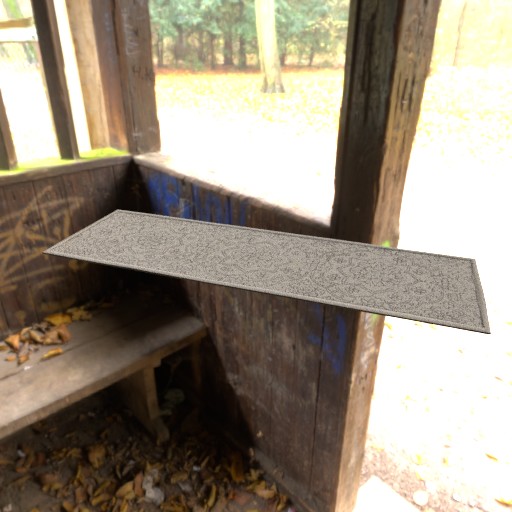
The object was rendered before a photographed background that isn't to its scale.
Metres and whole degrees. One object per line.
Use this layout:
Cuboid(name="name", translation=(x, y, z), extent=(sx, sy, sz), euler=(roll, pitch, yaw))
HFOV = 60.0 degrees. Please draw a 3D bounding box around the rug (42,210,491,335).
Cuboid(name="rug", translation=(0.000, 0.000, 2.609), extent=(2.448, 0.012, 0.769), euler=(9, 28, 17))
